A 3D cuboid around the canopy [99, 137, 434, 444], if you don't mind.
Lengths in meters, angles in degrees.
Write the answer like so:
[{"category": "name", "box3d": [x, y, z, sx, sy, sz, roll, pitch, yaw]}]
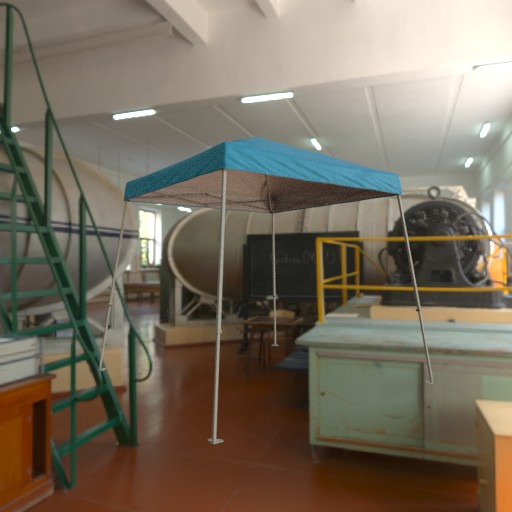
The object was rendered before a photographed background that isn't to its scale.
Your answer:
[{"category": "canopy", "box3d": [0.000, 0.000, 5.290, 2.849, 2.849, 2.848, 1, -1, -36]}]
